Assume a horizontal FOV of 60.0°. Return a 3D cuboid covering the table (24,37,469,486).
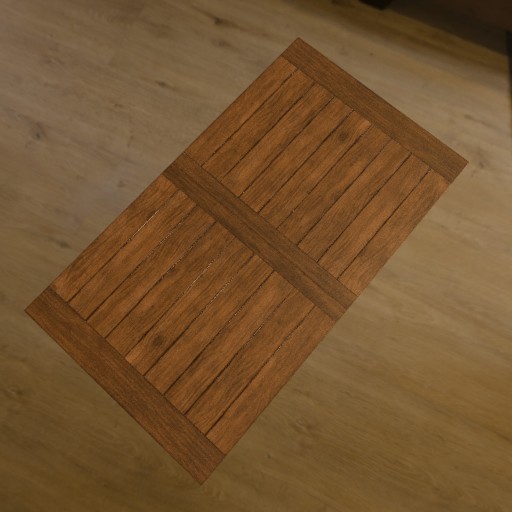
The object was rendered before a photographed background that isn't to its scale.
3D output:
[{"bbox_3d":[0.000,0.000,2.143,0.931,0.757,1.641,40,79,9],"label":"table"}]
